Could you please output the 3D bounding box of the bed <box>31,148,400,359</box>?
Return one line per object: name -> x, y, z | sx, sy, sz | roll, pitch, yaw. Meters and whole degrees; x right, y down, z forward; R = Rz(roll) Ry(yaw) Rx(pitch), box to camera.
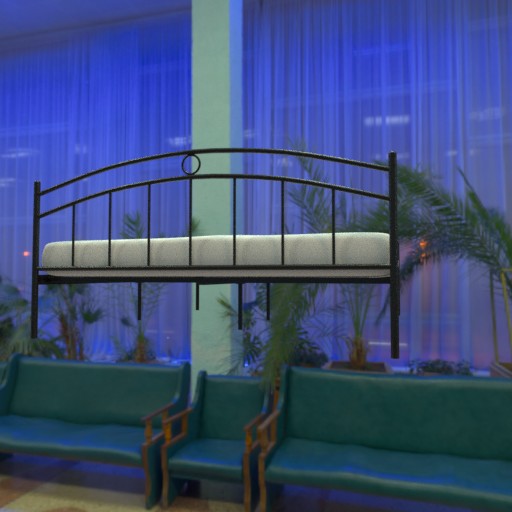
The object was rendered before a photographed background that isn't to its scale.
bed -> 0.000, 0.000, 3.062 | 1.880, 0.940, 2.040 | -1, -3, 18
